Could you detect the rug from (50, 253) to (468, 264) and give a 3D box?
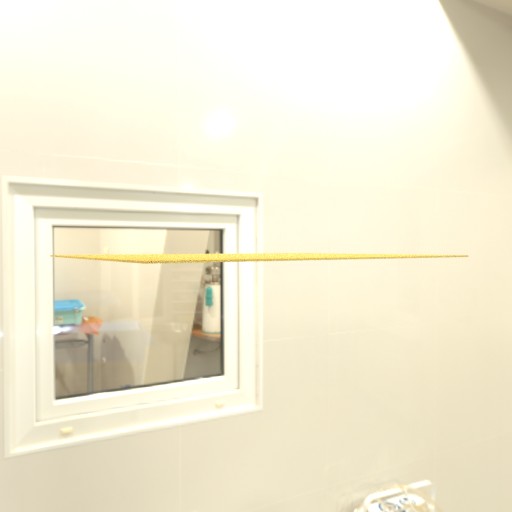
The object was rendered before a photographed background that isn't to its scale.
[{"bbox_3d":[0.000,0.000,4.329,3.242,0.015,2.486,-1,1,-36],"label":"rug"}]
